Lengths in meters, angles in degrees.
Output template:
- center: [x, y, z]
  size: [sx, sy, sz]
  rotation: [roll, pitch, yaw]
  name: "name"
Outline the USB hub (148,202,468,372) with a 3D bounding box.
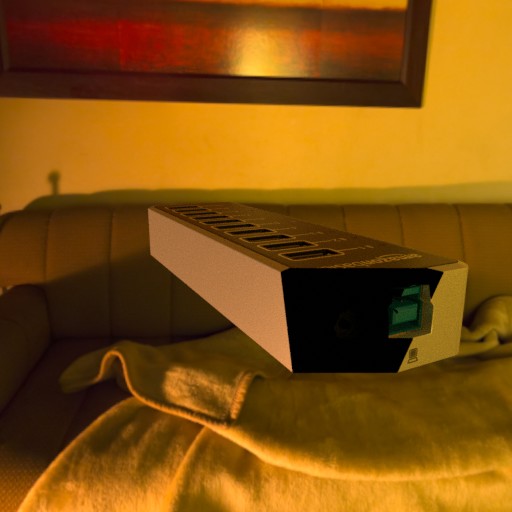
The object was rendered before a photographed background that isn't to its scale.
- center: [0.000, 0.000, 0.160]
  size: [0.044, 0.023, 0.145]
  rotation: [-7, 15, -26]
  name: "USB hub"
